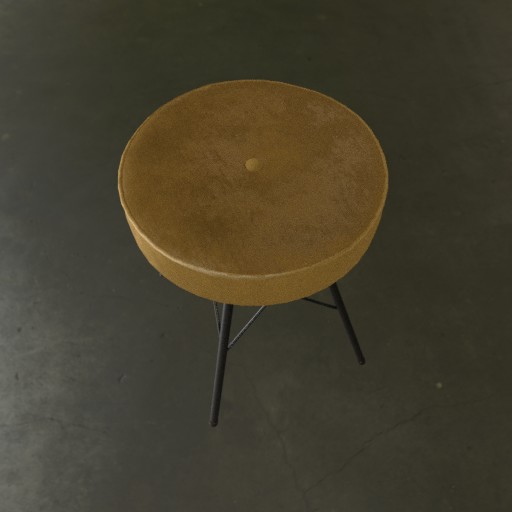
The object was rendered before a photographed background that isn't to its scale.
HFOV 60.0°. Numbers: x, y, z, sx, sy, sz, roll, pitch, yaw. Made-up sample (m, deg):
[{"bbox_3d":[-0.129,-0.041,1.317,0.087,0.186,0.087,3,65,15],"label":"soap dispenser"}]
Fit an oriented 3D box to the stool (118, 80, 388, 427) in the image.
[{"bbox_3d":[0.000,0.000,0.942,0.438,0.595,0.472,-17,59,-11],"label":"stool"}]
